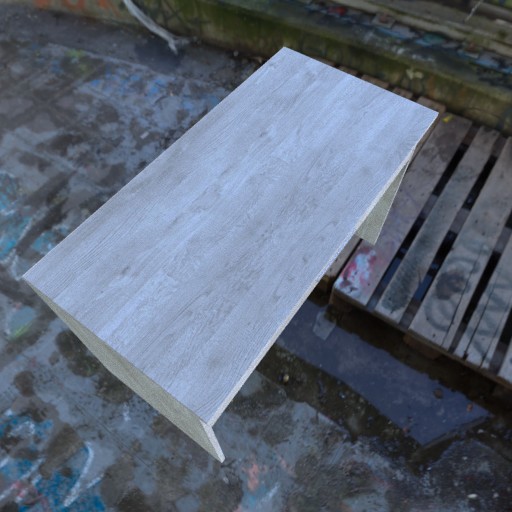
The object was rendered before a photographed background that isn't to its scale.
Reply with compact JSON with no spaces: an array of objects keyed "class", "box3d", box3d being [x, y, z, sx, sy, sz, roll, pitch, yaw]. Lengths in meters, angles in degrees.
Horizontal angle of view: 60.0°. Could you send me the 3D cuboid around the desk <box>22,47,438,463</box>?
[{"class":"desk","box3d":[0.000,0.000,1.496,0.560,0.730,1.100,32,64,18]}]
